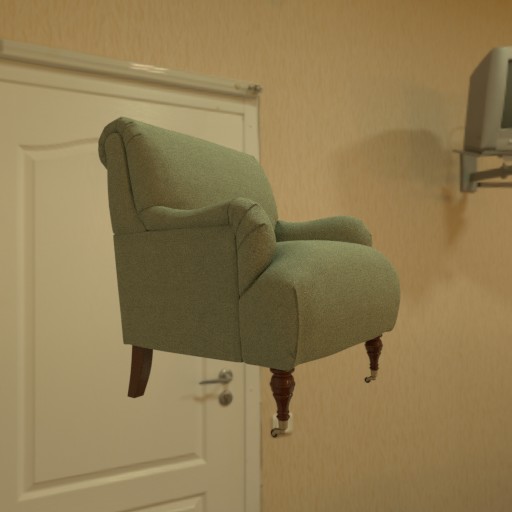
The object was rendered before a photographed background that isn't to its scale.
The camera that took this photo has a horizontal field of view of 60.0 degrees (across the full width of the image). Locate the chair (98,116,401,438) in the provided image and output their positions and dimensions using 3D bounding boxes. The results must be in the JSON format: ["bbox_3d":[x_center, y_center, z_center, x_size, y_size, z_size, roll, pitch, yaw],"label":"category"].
[{"bbox_3d":[0.000,0.000,1.967,1.060,1.178,0.964,0,0,36],"label":"chair"}]
